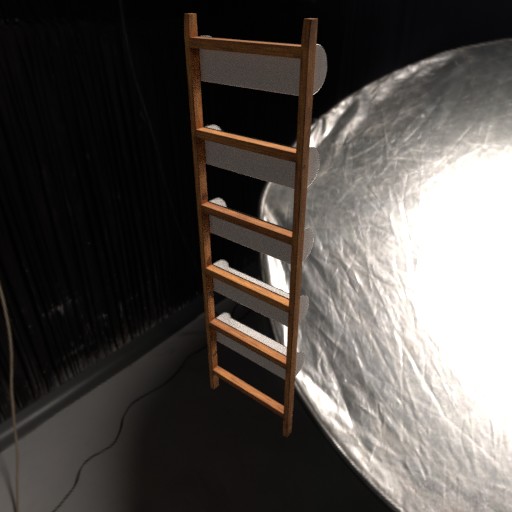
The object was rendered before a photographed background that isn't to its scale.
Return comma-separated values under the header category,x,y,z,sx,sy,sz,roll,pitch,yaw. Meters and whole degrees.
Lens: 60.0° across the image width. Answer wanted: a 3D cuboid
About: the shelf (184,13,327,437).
category,x,y,z,sx,sy,sz,roll,pitch,yaw
shelf,0.000,0.000,1.675,0.454,1.600,0.141,22,38,32
